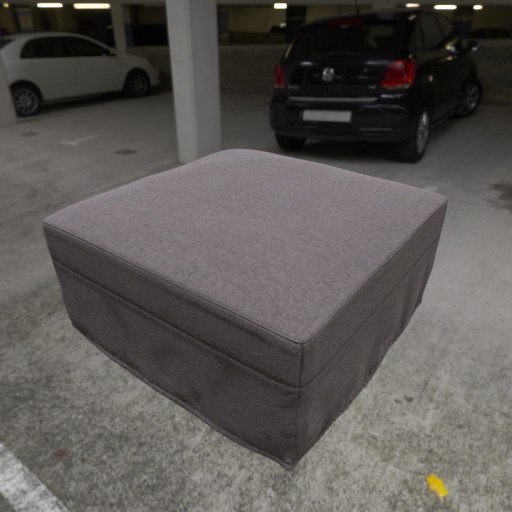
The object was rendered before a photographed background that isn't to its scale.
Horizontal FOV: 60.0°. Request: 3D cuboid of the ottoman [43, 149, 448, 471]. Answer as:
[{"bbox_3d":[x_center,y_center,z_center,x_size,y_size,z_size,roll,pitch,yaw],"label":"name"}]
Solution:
[{"bbox_3d":[0.000,0.000,1.317,0.840,0.436,0.843,21,36,32],"label":"ottoman"}]
